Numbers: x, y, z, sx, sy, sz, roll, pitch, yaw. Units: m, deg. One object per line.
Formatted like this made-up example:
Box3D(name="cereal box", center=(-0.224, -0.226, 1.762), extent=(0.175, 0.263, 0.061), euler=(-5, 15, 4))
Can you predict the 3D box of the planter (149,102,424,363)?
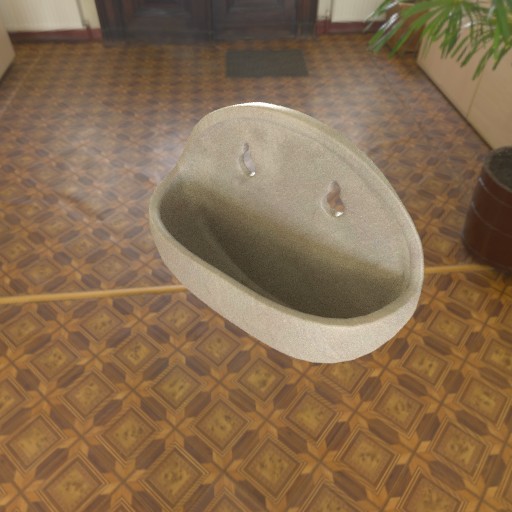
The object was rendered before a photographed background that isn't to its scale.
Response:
Box3D(name="planter", center=(0.000, 0.000, 0.275), extent=(0.190, 0.164, 0.073), euler=(30, 52, 26))
